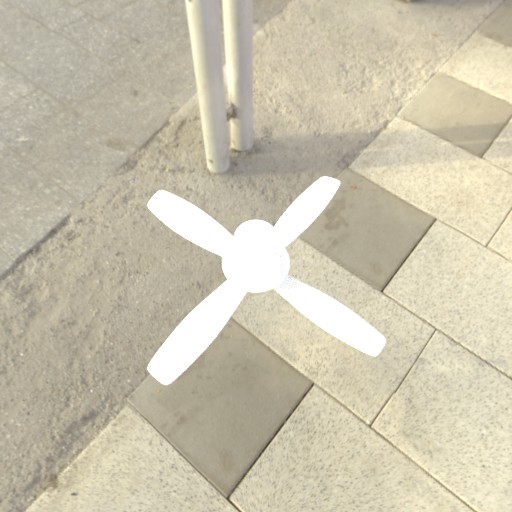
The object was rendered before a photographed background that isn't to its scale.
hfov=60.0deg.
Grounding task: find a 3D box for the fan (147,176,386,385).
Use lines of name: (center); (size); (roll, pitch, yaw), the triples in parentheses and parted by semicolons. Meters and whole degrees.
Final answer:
fan: (0.000, 0.000, 2.535); (1.693, 0.382, 1.694); (33, 64, 18)
